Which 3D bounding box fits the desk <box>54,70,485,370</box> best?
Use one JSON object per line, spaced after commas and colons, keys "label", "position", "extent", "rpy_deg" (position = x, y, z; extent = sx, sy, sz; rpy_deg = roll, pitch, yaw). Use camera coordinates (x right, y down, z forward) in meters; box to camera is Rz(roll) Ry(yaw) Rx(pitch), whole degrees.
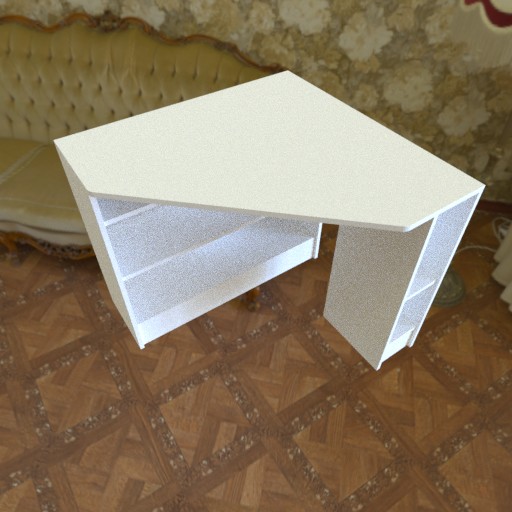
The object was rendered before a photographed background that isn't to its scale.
{"label": "desk", "position": [0.000, 0.000, 1.629], "extent": [0.940, 0.818, 0.926], "rpy_deg": [-26, 51, -23]}
